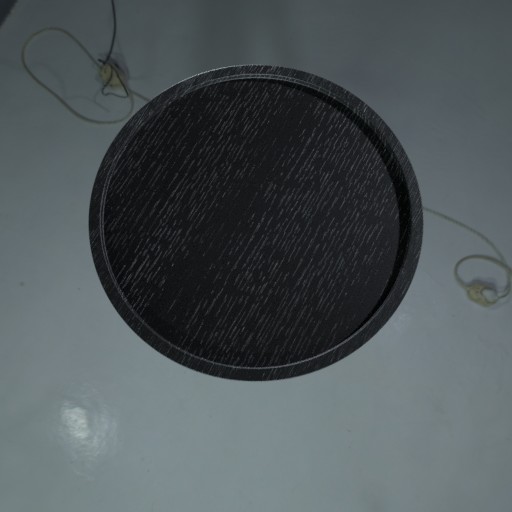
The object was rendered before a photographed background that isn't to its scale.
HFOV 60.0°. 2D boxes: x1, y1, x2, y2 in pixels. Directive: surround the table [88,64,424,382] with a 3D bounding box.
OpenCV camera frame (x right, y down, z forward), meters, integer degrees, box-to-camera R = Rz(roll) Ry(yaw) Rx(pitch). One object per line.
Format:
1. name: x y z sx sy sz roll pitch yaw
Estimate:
1. table: 0.000 0.000 0.752 0.399 0.460 0.399 0 76 0
